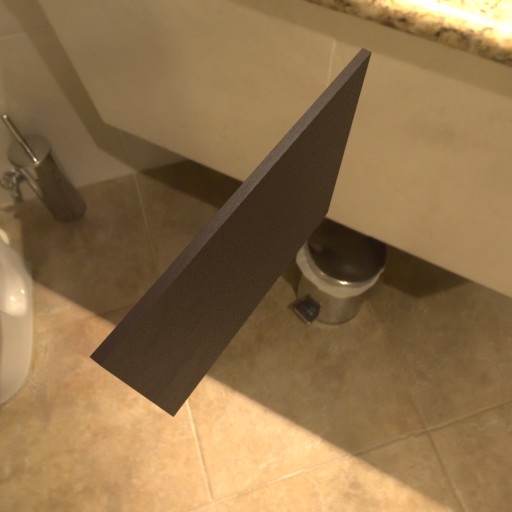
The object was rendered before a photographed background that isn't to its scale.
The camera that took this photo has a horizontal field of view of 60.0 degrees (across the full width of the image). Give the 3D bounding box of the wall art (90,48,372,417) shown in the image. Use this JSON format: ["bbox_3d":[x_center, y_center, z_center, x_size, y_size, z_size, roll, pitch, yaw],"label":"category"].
[{"bbox_3d":[0.000,0.000,1.608,0.034,0.952,1.207,33,68,15],"label":"wall art"}]
